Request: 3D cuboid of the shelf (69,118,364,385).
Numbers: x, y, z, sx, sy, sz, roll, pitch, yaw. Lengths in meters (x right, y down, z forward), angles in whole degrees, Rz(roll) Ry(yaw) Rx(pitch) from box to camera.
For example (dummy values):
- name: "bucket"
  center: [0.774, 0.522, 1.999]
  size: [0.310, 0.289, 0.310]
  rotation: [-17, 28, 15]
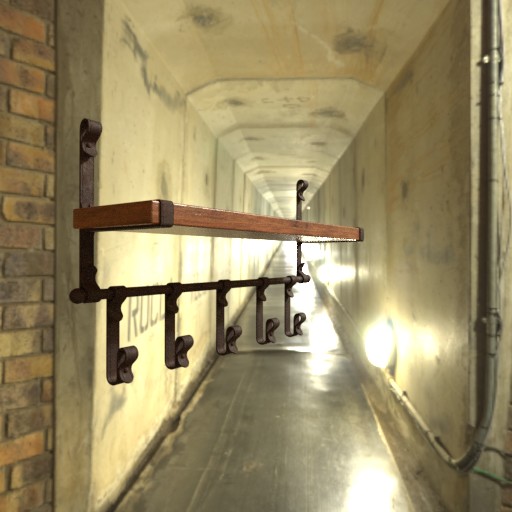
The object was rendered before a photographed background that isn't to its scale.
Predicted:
- name: "shelf"
  center: [0.000, 0.000, 0.712]
  size: [0.146, 0.330, 0.567]
  rotation: [0, 0, 36]
